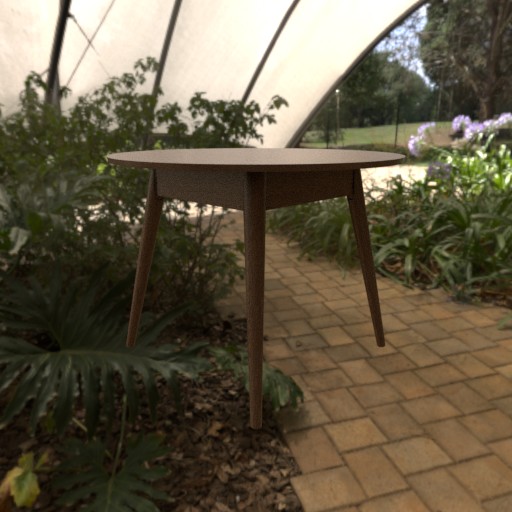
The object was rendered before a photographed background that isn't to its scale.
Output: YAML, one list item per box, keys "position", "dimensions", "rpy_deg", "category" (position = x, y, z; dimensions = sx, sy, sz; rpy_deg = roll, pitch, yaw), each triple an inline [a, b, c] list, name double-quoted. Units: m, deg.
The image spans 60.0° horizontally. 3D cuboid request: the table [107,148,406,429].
- position: [0.000, 0.000, 1.748]
  dimensions: [1.053, 0.786, 1.053]
  rpy_deg: [0, 16, 0]
  category: "table"
